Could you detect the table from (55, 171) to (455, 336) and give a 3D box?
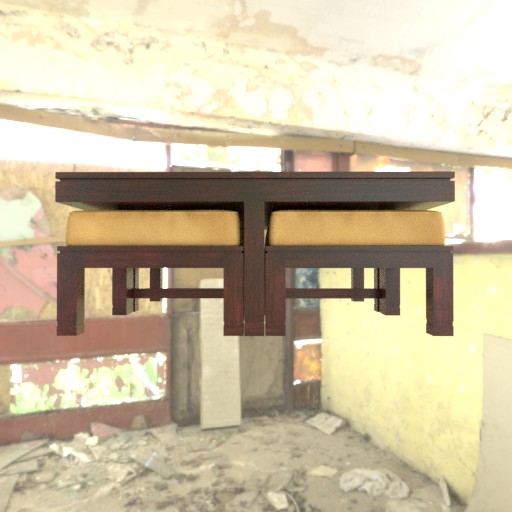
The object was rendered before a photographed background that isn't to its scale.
[{"bbox_3d":[0.000,0.000,1.390,0.865,0.356,0.865,0,-1,0],"label":"table"}]
